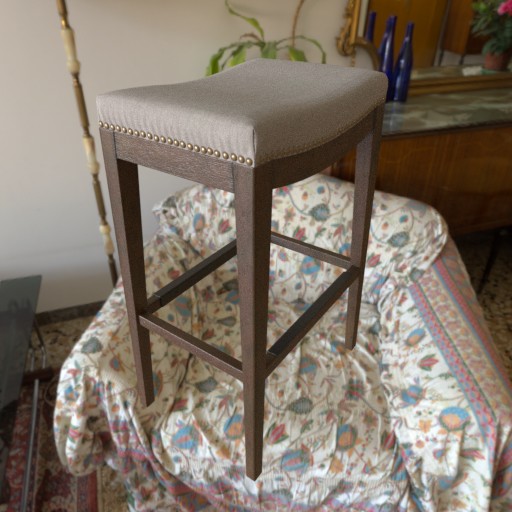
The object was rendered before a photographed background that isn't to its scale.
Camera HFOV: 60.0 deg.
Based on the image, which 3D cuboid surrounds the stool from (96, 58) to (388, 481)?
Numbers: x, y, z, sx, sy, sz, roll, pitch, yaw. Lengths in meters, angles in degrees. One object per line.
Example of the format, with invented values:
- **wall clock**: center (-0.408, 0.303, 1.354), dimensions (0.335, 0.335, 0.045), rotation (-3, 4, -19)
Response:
- **stool**: center (0.000, 0.000, 1.008), dimensions (0.356, 0.762, 0.508), rotation (21, 38, 29)
